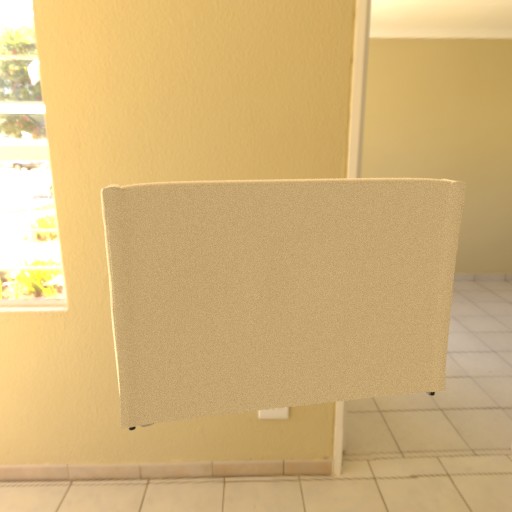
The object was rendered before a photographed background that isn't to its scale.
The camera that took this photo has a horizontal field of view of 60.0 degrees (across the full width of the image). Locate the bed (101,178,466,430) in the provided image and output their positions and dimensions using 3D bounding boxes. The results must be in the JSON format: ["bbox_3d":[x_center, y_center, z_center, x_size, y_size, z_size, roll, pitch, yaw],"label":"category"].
[{"bbox_3d":[0.000,0.000,3.449,1.925,1.332,2.276,-3,14,-11],"label":"bed"}]
